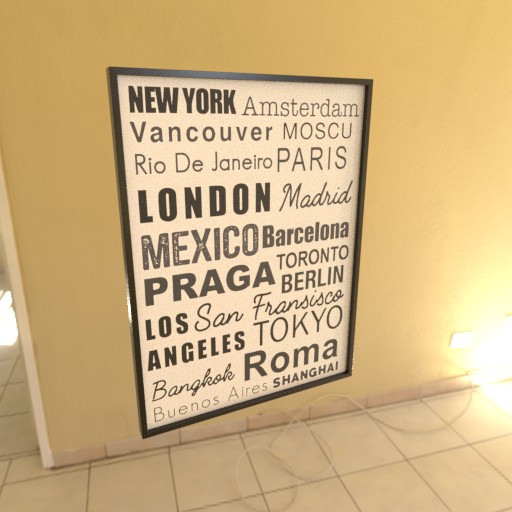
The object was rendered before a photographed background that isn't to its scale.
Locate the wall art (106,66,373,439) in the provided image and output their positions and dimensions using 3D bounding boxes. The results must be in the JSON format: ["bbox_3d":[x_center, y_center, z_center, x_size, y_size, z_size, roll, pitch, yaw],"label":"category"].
[{"bbox_3d":[0.000,0.000,1.374,0.788,1.046,0.043,-8,19,-25],"label":"wall art"}]
